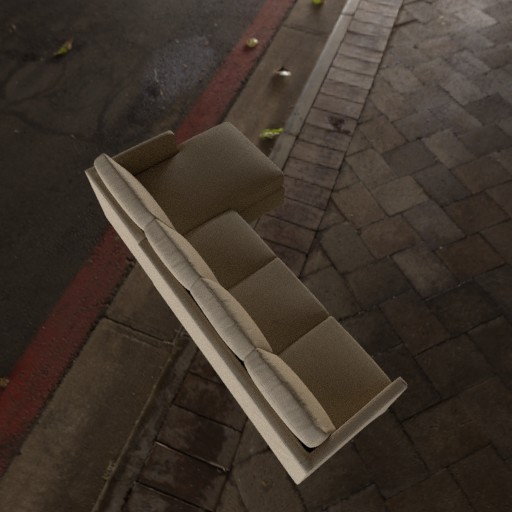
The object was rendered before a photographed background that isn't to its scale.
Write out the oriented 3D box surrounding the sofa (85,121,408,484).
[{"bbox_3d":[0.000,0.000,3.883,1.622,0.871,3.206,-32,63,-19],"label":"sofa"}]
